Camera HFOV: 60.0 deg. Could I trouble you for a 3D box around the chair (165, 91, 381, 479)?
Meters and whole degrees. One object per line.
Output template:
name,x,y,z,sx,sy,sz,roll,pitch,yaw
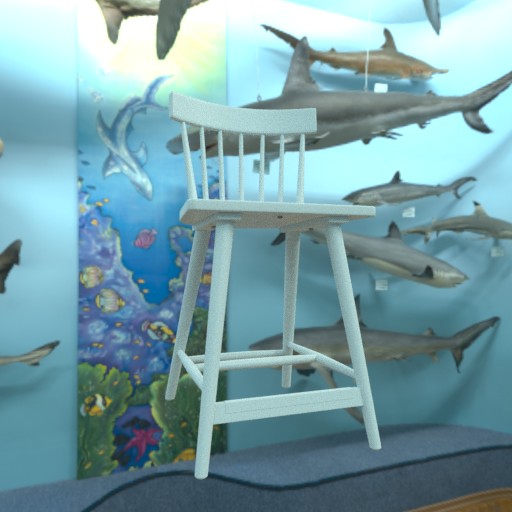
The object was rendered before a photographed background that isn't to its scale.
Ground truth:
chair,0.000,0.000,1.279,0.483,0.952,0.572,0,0,-19
